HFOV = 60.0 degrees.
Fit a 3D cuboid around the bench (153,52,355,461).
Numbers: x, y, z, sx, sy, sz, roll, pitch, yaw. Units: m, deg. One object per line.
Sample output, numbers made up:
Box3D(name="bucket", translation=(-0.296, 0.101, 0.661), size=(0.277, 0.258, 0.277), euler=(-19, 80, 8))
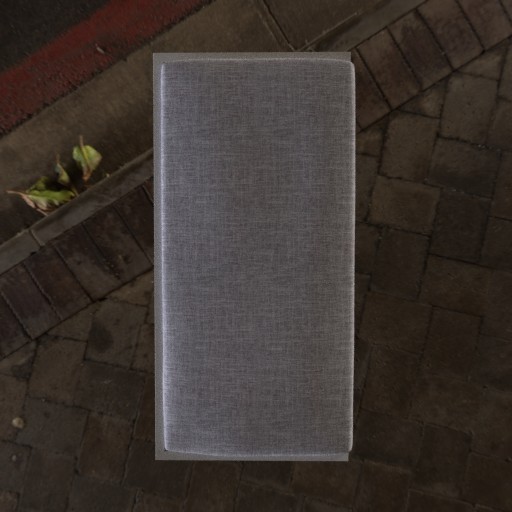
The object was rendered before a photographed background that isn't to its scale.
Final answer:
Box3D(name="bench", translation=(0.000, 0.000, 0.998), size=(0.362, 0.461, 0.734), euler=(0, 91, 1))
